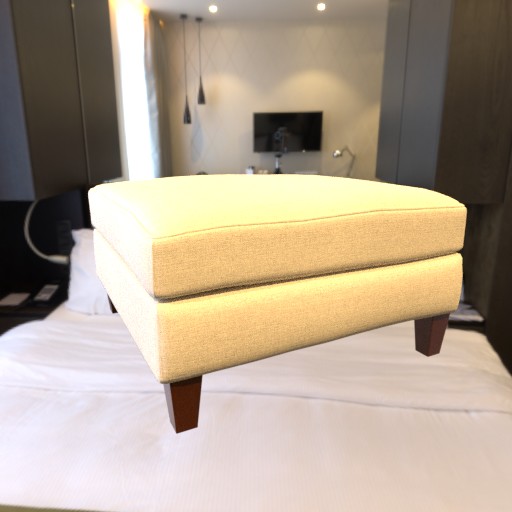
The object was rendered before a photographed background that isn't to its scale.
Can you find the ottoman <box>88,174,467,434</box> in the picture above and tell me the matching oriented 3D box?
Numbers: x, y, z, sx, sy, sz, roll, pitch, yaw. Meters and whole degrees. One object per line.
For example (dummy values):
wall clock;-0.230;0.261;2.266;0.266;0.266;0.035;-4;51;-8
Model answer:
ottoman;0.000;0.000;1.336;0.838;0.478;0.838;-8;17;-26
